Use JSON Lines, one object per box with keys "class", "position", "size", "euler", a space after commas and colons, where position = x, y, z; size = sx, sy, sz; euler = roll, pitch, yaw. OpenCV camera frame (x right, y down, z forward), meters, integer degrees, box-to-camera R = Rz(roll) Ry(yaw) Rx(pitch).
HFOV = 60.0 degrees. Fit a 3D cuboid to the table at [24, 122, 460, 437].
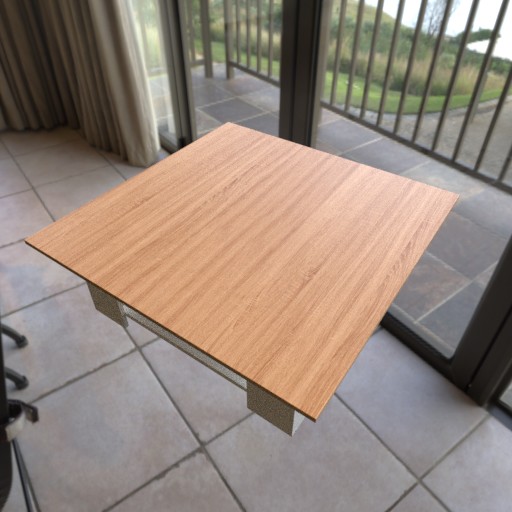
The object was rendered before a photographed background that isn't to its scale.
{"class": "table", "position": [0.000, 0.000, 1.365], "size": [0.890, 0.305, 0.890], "euler": [25, 47, 26]}
